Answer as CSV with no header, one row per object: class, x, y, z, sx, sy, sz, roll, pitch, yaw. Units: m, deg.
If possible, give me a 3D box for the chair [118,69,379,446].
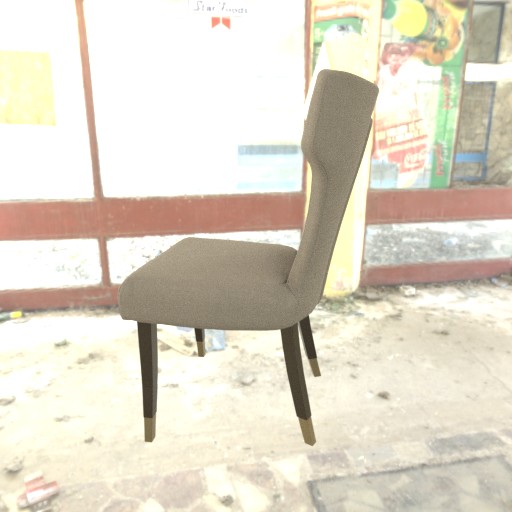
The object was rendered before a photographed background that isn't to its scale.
chair,0.000,0.000,1.293,0.630,0.950,0.526,3,16,10
